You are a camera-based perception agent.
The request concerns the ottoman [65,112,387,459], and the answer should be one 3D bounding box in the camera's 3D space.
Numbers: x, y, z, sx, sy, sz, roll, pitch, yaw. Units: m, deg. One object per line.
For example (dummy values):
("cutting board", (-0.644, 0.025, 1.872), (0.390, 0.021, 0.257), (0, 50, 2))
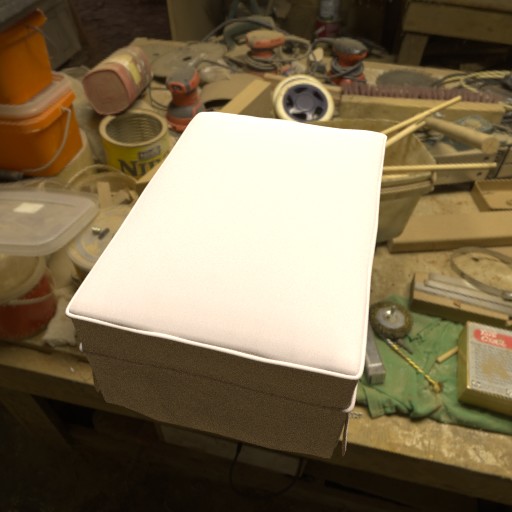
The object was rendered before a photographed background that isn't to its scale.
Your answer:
("ottoman", (0.000, 0.000, 1.328), (0.703, 0.479, 0.944), (10, 48, 10))
